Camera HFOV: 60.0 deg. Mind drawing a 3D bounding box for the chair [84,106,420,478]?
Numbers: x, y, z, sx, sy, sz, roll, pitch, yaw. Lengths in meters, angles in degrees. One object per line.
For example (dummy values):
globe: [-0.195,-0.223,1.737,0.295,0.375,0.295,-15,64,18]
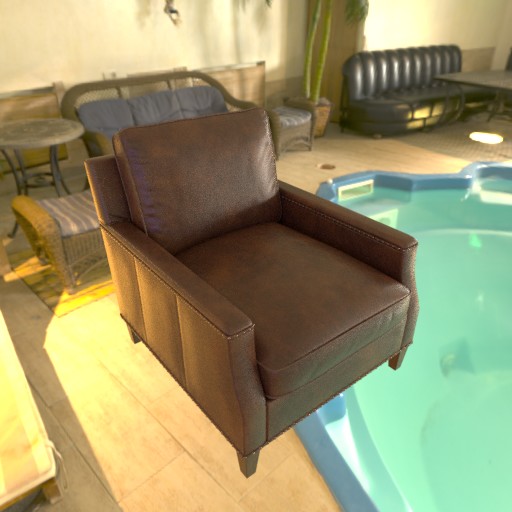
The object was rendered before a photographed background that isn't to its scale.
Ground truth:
chair: [0.000,0.000,1.697,0.853,0.929,1.014,-21,36,-33]
